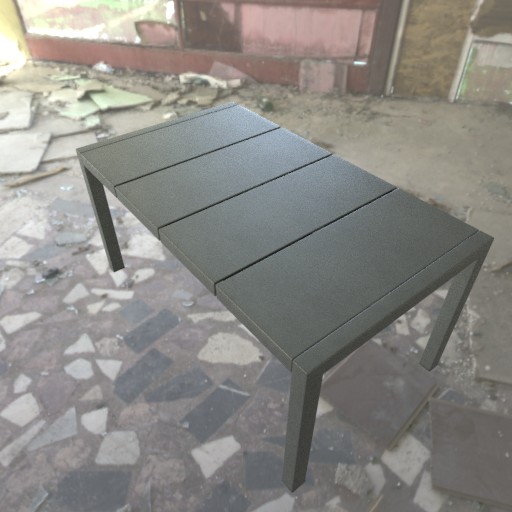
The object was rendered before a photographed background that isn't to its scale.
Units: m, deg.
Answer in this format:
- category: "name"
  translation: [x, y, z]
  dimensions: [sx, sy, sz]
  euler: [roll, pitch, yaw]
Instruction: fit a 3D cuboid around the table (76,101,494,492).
- category: "table"
  translation: [0.000, 0.000, 1.264]
  dimensions: [0.559, 0.460, 0.965]
  euler: [-27, 48, -28]
